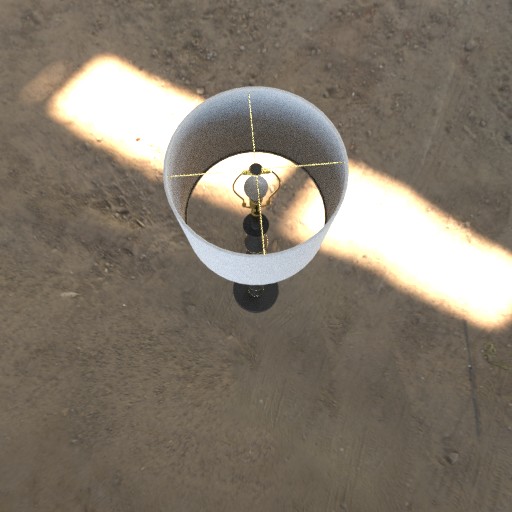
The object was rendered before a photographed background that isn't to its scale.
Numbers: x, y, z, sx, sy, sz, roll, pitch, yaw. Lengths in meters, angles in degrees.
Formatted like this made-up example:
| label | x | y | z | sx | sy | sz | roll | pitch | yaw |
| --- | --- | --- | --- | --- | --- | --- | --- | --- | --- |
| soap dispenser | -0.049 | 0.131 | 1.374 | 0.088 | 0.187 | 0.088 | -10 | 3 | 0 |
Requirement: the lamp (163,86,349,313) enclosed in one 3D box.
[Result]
| label | x | y | z | sx | sy | sz | roll | pitch | yaw |
| --- | --- | --- | --- | --- | --- | --- | --- | --- | --- |
| lamp | 0.000 | 0.000 | 1.622 | 0.381 | 1.480 | 0.381 | -5 | 76 | -1 |
